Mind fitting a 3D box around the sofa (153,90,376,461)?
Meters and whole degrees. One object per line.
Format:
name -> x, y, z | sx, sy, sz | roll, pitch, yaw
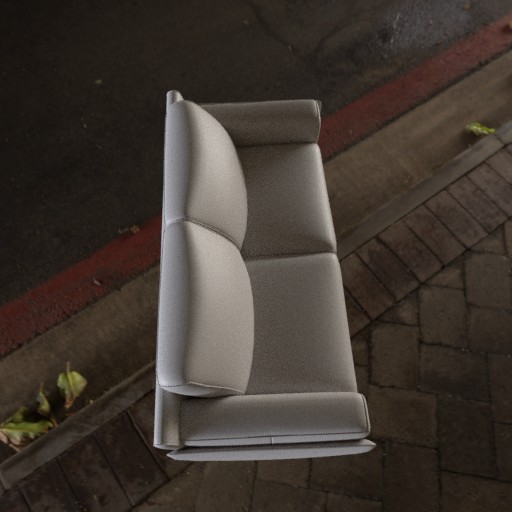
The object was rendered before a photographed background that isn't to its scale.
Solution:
sofa -> 0.000, 0.000, 2.508 | 1.049, 0.930, 2.101 | -3, 64, -1
